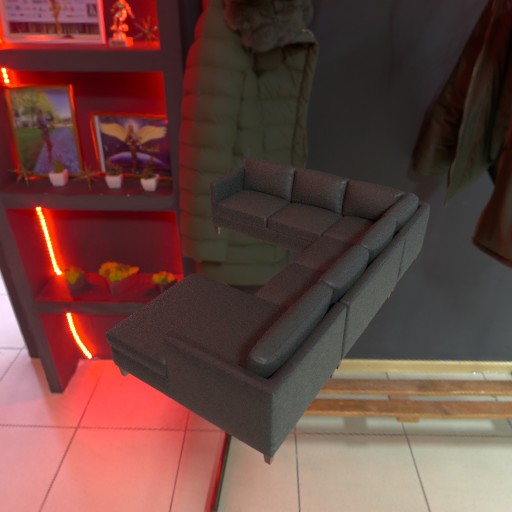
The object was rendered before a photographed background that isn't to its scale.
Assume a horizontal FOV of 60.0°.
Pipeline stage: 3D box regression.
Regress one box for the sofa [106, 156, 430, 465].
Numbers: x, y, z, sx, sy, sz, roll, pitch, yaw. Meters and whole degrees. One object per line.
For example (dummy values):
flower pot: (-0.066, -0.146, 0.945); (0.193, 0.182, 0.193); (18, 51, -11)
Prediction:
sofa: (0.000, 0.000, 4.630); (2.593, 0.923, 3.460); (19, 35, 29)
